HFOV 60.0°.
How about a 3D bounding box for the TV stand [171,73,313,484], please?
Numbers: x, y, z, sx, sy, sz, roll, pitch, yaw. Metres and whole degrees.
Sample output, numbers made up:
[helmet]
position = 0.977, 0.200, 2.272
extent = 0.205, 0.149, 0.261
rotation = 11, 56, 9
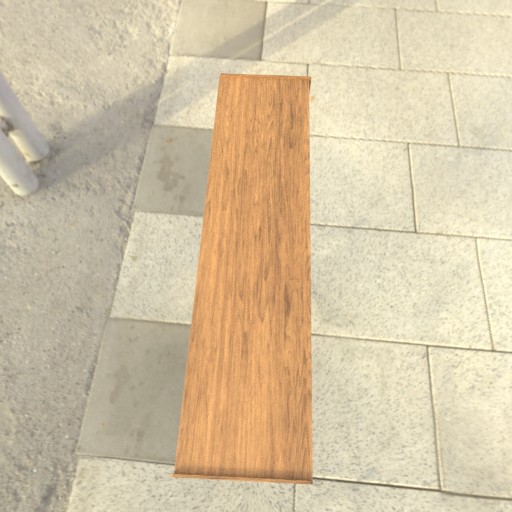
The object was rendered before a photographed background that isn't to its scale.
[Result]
[TV stand]
position = 0.000, 0.000, 1.988
extent = 0.467, 0.415, 1.796
rotation = 2, 64, 1
